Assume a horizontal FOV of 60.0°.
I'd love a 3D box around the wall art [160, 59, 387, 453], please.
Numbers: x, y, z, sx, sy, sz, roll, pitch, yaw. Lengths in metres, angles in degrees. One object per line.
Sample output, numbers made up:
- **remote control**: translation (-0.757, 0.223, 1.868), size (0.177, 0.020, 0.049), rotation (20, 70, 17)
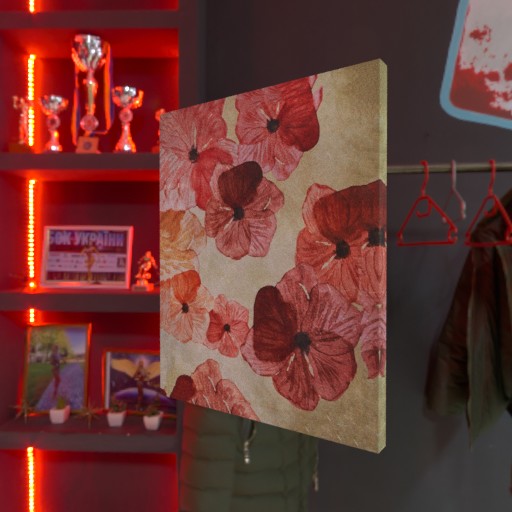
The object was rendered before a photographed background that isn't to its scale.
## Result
- **wall art**: translation (0.000, 0.000, 0.697), size (0.406, 0.508, 0.028), rotation (1, 1, 35)
